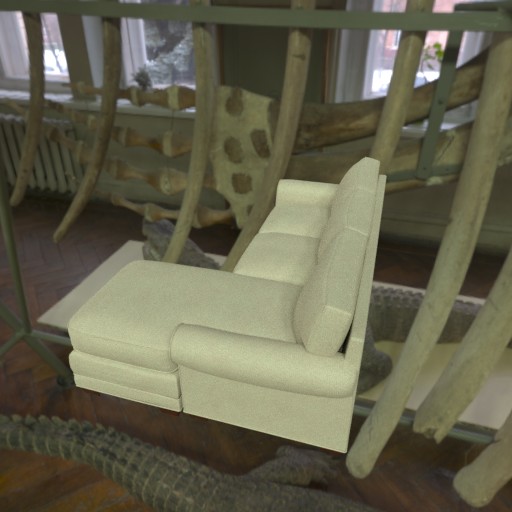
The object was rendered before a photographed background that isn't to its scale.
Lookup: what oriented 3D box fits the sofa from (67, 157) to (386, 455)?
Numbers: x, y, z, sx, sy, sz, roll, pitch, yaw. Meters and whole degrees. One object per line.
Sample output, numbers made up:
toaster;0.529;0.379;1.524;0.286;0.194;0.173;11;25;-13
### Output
sofa;0.000;0.000;2.383;1.226;0.734;1.770;9;32;14
